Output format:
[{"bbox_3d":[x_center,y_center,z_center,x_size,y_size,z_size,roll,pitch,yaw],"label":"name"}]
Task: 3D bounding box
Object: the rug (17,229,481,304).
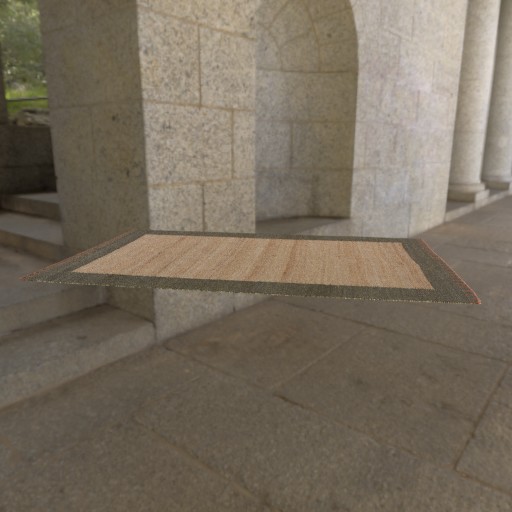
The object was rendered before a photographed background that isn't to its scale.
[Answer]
[{"bbox_3d":[0.000,0.000,2.974,2.435,0.006,1.521,2,14,9],"label":"rug"}]
